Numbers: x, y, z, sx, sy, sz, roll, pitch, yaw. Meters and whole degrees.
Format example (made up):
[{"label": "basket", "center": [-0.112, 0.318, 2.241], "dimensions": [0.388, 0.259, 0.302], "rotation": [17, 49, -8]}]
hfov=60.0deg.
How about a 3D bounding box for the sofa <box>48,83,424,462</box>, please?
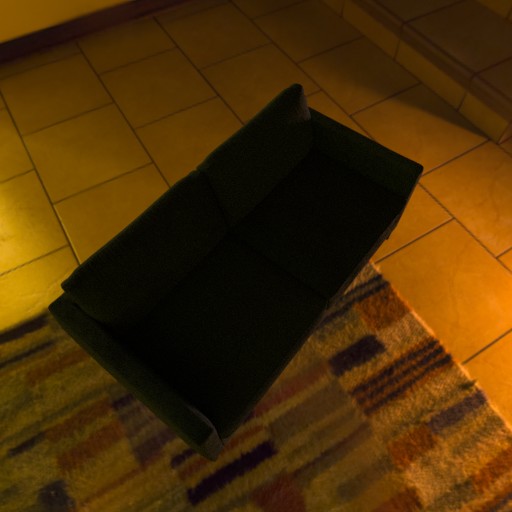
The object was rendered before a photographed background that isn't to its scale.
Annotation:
[{"label": "sofa", "center": [0.000, 0.000, 2.168], "dimensions": [0.875, 0.817, 1.676], "rotation": [35, 65, 19]}]
